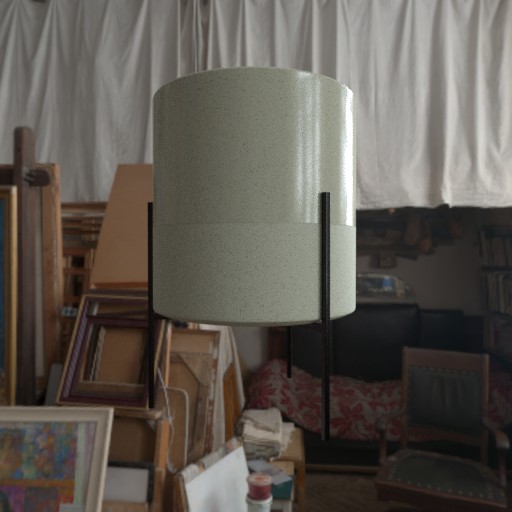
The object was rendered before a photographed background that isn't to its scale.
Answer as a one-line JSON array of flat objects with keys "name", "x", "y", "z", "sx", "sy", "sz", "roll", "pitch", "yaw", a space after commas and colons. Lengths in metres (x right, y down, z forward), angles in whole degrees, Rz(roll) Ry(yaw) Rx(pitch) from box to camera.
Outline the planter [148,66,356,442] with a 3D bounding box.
[{"name": "planter", "x": 0.000, "y": 0.000, "z": 0.701, "sx": 0.314, "sy": 0.475, "sz": 0.323, "roll": -1, "pitch": 1, "yaw": -35}]
